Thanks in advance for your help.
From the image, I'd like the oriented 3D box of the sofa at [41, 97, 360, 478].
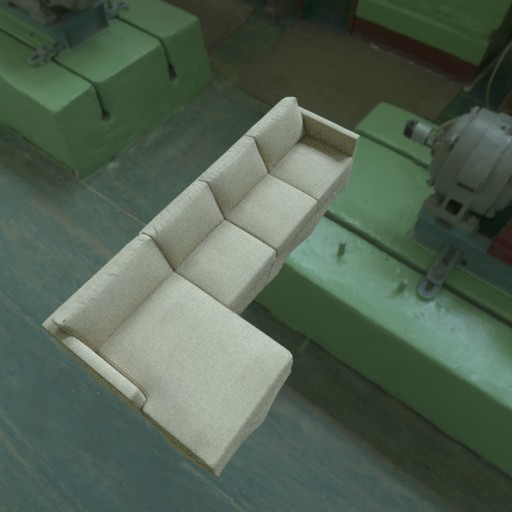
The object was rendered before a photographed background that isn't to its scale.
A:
[{"bbox_3d":[0.000,0.000,3.917,1.650,0.922,3.205,32,63,18],"label":"sofa"}]
